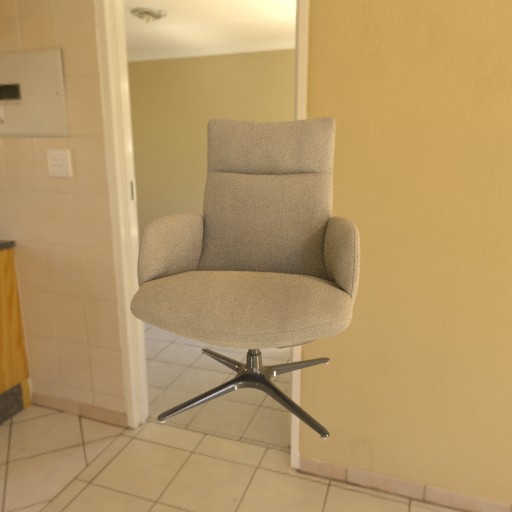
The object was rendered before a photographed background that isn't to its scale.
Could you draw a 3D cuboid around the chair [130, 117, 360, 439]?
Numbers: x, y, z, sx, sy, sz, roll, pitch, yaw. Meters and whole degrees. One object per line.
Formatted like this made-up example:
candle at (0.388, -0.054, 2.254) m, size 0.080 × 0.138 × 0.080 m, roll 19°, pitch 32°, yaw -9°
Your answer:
chair at (0.000, 0.000, 1.614) m, size 0.711 × 1.016 × 0.889 m, roll 2°, pitch 13°, yaw 9°
